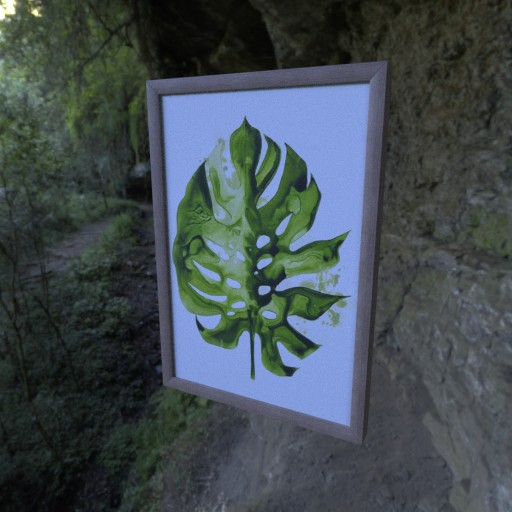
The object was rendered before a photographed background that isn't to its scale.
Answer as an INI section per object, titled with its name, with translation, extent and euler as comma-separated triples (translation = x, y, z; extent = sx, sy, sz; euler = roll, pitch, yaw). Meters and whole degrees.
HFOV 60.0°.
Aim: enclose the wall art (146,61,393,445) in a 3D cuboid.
[wall art]
translation = 0.000, 0.000, 0.662
extent = 0.356, 0.509, 0.031
euler = 7, 16, 26
